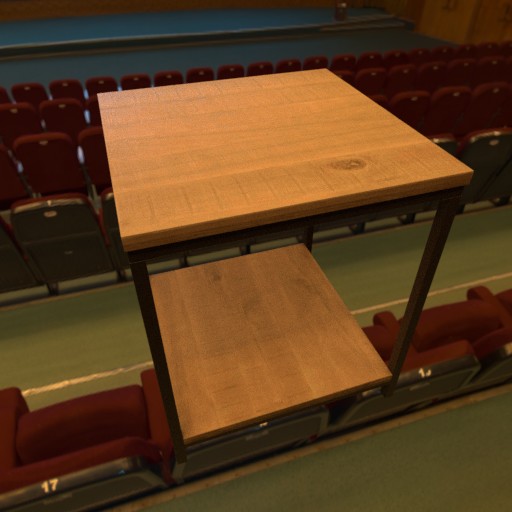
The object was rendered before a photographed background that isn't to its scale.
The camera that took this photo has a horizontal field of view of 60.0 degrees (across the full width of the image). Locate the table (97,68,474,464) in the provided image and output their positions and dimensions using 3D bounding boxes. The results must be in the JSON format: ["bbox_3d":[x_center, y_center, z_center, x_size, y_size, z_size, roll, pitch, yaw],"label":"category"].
[{"bbox_3d":[0.000,0.000,0.961,0.507,0.589,0.503,-12,41,-14],"label":"table"}]
